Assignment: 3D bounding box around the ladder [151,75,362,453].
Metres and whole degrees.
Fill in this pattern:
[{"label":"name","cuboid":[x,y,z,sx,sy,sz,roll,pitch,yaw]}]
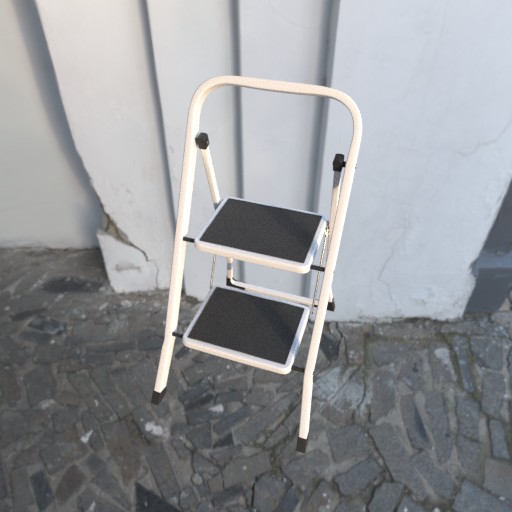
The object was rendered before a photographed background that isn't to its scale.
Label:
[{"label":"ladder","cuboid":[0.000,0.000,1.161,0.460,0.810,0.544,13,42,14]}]
